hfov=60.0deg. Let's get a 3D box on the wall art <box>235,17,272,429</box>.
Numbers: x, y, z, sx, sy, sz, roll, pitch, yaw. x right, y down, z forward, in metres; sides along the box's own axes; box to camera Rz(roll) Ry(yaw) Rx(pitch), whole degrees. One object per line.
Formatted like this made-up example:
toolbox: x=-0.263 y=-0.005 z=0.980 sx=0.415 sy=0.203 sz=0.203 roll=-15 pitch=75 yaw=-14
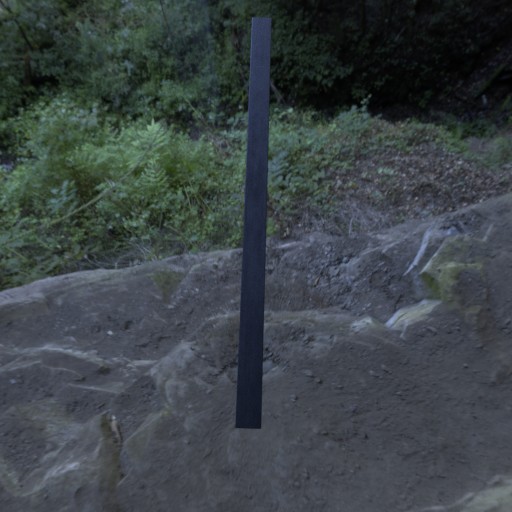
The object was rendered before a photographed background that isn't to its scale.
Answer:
wall art: x=0.000 y=0.000 z=1.137 sx=0.039 sy=0.763 sz=0.763 roll=2 pitch=74 yaw=0
